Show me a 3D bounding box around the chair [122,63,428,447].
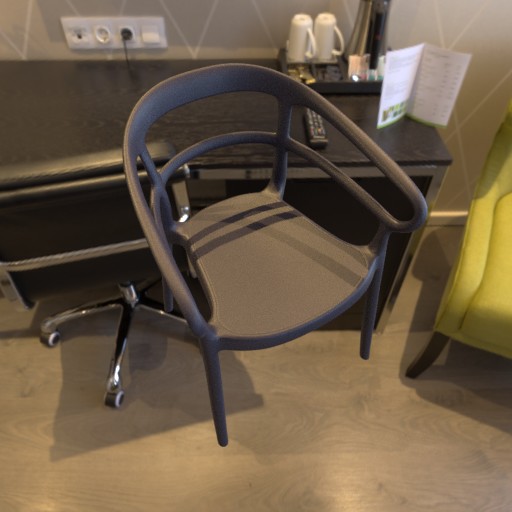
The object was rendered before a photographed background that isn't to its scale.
[{"bbox_3d":[0.000,0.000,1.130,0.559,0.761,0.527,-24,52,-21],"label":"chair"}]
